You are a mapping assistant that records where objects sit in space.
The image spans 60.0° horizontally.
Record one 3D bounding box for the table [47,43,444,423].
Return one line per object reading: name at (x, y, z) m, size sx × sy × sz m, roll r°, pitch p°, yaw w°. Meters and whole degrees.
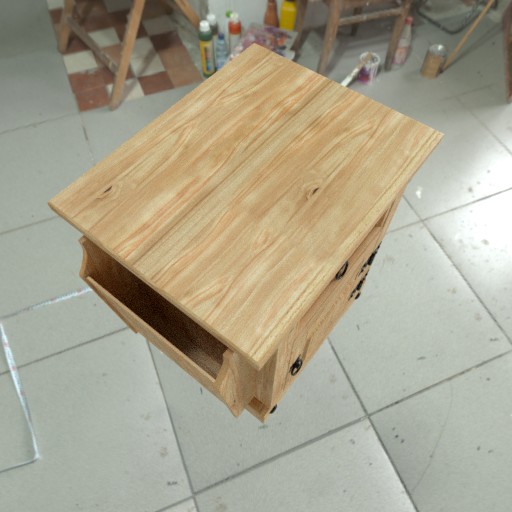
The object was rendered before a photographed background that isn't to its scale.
table at (0.000, 0.000, 0.876) m, size 0.380 × 0.515 × 0.530 m, roll 34°, pitch 65°, yaw 19°
